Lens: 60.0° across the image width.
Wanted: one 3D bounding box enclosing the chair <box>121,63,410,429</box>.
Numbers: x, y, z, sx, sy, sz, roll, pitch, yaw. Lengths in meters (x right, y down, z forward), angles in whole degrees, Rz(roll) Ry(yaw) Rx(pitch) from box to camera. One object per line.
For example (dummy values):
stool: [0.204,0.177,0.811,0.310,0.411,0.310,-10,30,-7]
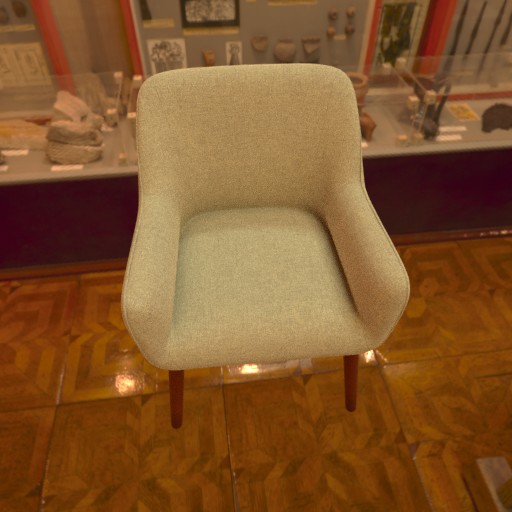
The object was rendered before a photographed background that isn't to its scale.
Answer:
chair: [0.000,0.000,1.222,0.610,0.813,0.610,-4,47,-4]
